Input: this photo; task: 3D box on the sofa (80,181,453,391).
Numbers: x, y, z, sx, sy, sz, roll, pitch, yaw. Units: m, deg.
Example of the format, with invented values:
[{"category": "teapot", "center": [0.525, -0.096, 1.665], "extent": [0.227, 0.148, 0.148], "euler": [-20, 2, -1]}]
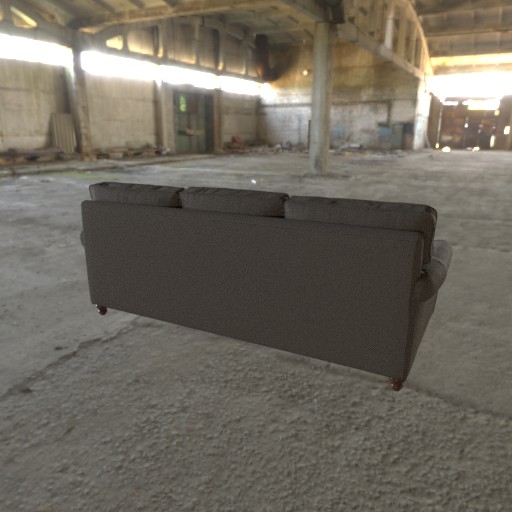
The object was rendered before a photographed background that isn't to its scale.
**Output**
[{"category": "sofa", "center": [0.000, 0.000, 2.937], "extent": [2.353, 0.948, 0.966], "euler": [8, 18, 27]}]
